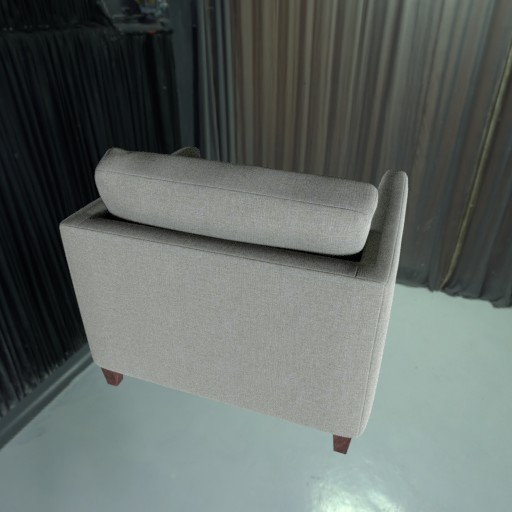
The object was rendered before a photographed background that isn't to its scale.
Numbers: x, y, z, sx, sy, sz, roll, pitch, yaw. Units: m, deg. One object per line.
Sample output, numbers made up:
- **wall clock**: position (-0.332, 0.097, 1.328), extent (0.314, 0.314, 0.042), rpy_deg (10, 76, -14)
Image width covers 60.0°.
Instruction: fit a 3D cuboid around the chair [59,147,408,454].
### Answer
- **chair**: position (0.000, 0.000, 1.829), extent (1.107, 0.963, 0.959), rpy_deg (10, 32, 17)
